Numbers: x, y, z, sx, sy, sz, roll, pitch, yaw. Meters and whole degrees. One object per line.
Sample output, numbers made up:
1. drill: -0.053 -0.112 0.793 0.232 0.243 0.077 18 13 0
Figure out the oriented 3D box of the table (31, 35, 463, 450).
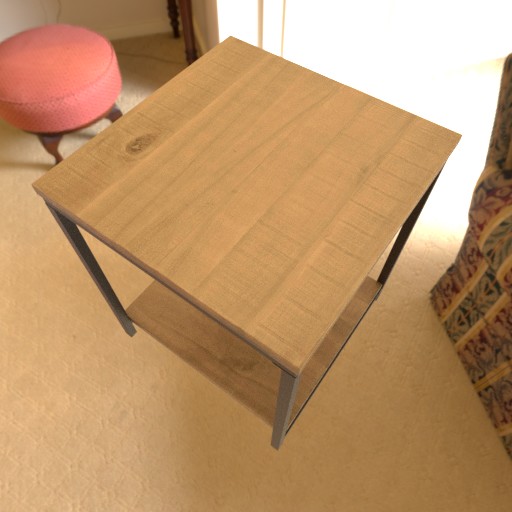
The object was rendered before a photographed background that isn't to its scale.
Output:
1. table: 0.000 0.000 0.972 0.503 0.589 0.507 32 63 19
